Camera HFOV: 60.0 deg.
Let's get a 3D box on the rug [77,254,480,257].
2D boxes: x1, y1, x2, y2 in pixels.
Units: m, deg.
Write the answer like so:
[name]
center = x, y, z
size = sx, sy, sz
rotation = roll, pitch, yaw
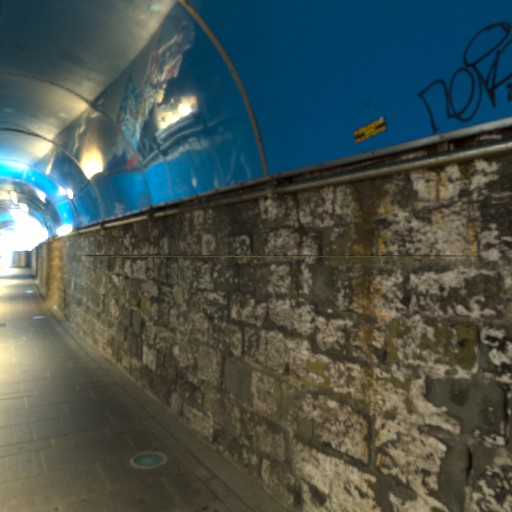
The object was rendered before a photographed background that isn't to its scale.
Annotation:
[rug]
center = 0.000, 0.000, 3.982
size = 3.000, 0.012, 2.371
rotation = 0, 0, -19
